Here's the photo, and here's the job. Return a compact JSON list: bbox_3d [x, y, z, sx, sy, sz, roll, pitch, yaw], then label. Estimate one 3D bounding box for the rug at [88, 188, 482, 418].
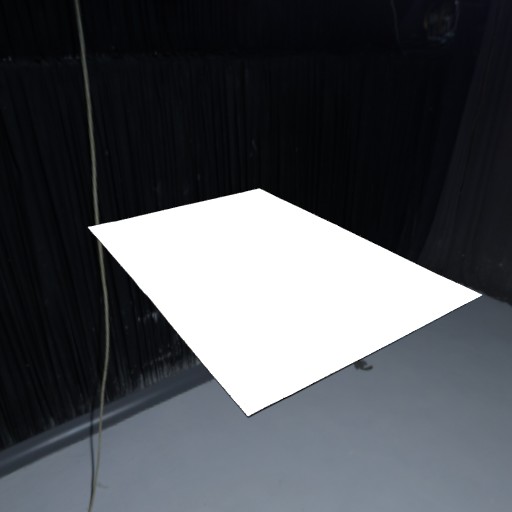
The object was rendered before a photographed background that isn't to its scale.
[{"bbox_3d":[0.000,0.000,3.761,2.032,0.038,2.869,-17,32,-30],"label":"rug"}]
